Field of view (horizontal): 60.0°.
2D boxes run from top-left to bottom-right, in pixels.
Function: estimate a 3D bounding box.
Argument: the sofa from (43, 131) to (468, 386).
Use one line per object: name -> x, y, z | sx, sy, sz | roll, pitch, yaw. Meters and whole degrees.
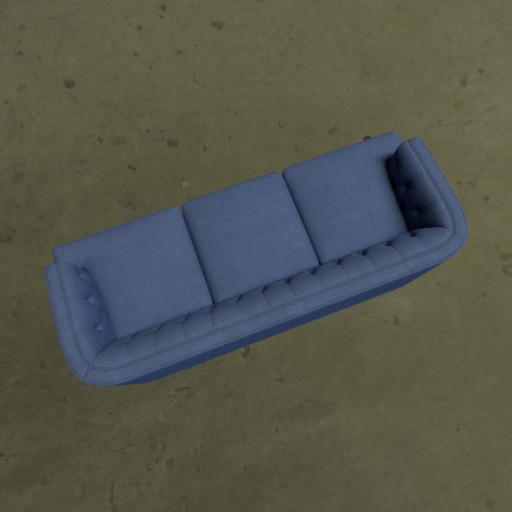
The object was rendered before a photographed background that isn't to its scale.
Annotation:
sofa -> 0.000, 0.000, 2.635 | 2.235, 0.787, 0.914 | -20, 76, -5
